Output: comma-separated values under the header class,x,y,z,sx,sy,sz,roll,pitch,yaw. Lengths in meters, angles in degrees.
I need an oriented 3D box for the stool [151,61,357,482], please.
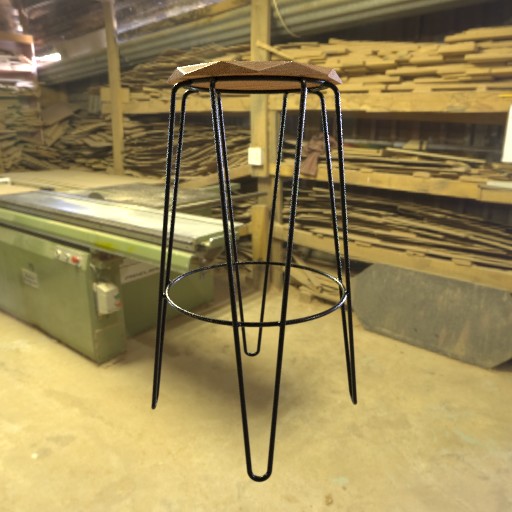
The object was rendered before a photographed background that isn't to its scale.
class,x,y,z,sx,sy,sz,roll,pitch,yaw
stool,0.000,0.000,0.791,0.326,0.610,0.326,14,21,41
